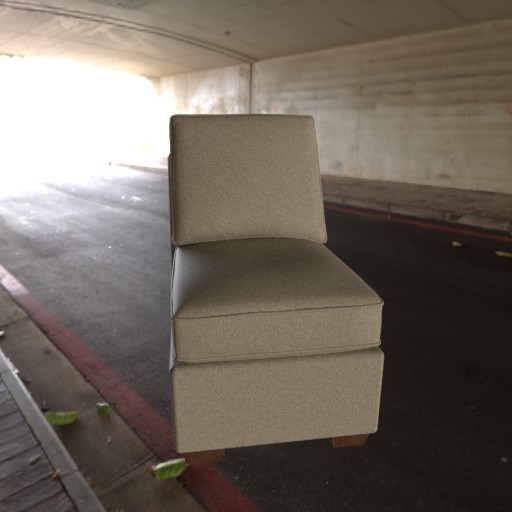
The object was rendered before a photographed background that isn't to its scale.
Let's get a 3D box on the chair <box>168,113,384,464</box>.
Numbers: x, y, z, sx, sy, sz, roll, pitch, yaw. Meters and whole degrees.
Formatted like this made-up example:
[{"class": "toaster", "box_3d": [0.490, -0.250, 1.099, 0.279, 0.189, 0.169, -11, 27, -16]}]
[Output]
[{"class": "chair", "box_3d": [0.000, 0.000, 1.706, 0.674, 1.058, 1.020, -2, 17, -8]}]
